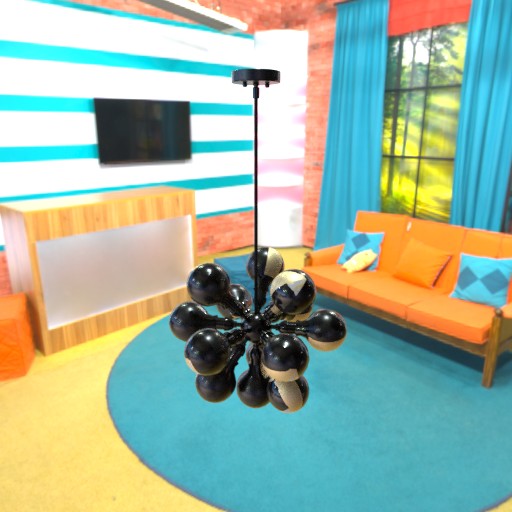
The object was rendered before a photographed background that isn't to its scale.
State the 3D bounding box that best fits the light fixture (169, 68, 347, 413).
[{"bbox_3d":[0.000,0.000,1.111,0.468,0.859,0.420,2,16,8],"label":"light fixture"}]
